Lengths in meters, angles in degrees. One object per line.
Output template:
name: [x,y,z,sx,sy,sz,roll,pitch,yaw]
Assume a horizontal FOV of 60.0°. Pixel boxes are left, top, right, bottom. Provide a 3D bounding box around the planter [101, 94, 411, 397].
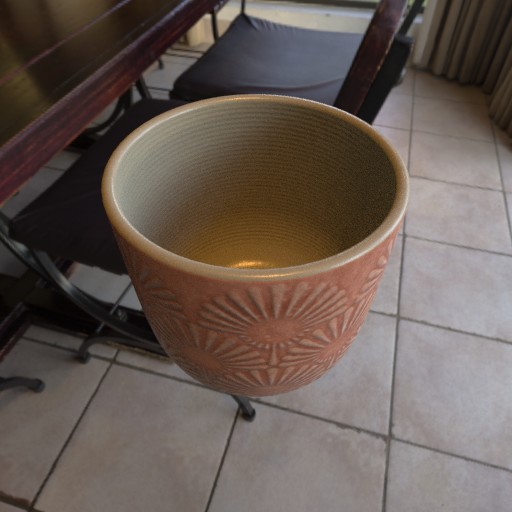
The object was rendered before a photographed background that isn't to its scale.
planter: [0.000,0.000,0.221,0.124,0.109,0.124,0,46,0]
